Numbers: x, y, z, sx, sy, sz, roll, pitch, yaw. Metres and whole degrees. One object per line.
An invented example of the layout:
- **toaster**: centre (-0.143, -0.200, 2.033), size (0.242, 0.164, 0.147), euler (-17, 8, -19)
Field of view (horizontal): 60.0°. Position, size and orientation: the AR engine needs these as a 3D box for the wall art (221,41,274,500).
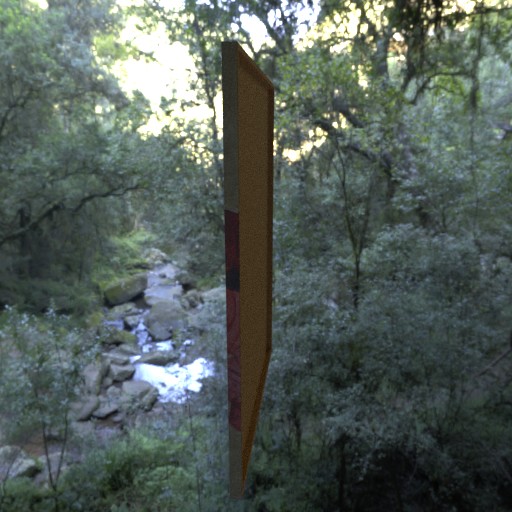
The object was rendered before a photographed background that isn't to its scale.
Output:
- **wall art**: centre (0.000, 0.000, 1.301), size (0.031, 1.015, 0.762), euler (2, 15, 7)
